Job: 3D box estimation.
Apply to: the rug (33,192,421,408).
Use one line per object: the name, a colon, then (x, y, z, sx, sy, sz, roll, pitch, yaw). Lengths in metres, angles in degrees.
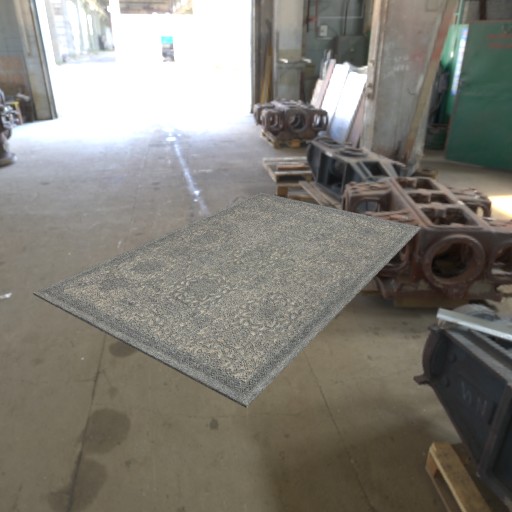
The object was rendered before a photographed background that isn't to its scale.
rug: (0.000, 0.000, 2.380, 1.208, 0.012, 1.819, 17, 31, 31)
